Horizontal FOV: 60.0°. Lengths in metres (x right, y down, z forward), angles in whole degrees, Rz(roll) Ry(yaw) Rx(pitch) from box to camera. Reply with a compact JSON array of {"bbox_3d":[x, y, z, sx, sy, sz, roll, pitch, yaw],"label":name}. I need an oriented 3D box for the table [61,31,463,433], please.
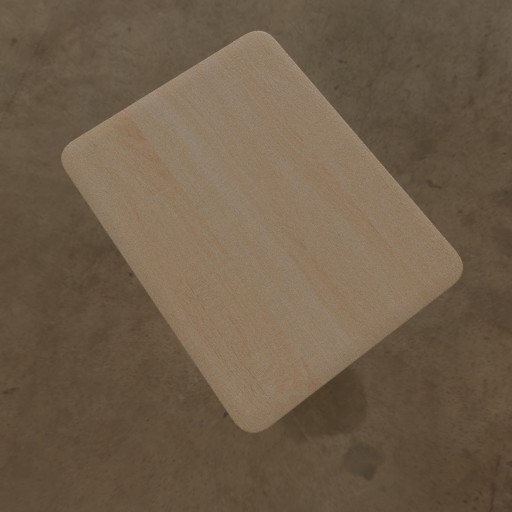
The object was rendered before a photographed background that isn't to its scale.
[{"bbox_3d":[0.000,0.000,0.883,0.370,0.550,0.480,-35,79,-8],"label":"table"}]
